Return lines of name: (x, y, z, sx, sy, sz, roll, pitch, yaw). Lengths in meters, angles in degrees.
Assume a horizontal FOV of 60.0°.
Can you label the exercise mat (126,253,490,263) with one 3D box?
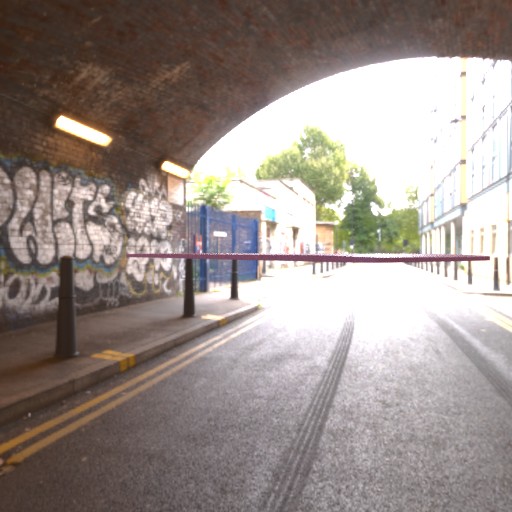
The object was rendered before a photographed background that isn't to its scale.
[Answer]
exercise mat: (0.000, 0.000, 2.036, 0.616, 0.021, 1.869, 0, 1, -35)
